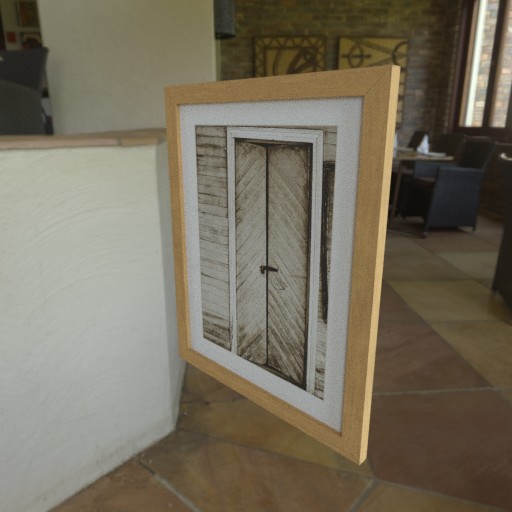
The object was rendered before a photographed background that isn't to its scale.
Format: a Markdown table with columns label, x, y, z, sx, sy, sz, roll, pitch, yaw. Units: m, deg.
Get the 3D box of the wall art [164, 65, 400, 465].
| label | x | y | z | sx | sy | sz | roll | pitch | yaw |
| --- | --- | --- | --- | --- | --- | --- | --- | --- | --- |
| wall art | 0.000 | 0.000 | 0.752 | 0.460 | 0.561 | 0.020 | 16 | 23 | 42 |
